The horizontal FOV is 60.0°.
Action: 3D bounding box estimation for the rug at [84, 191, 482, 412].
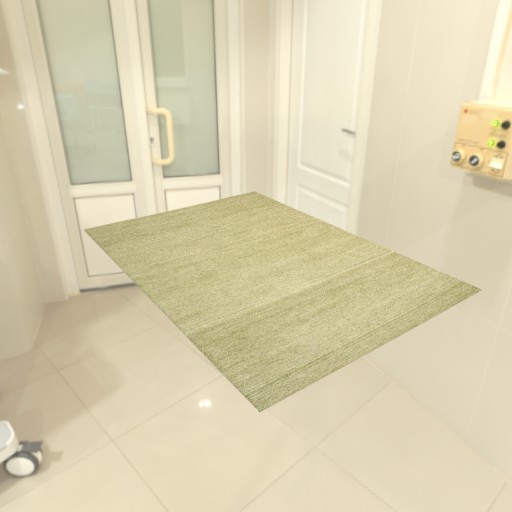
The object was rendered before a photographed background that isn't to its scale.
[{"bbox_3d":[0.000,0.000,2.979,1.606,0.017,2.270,-18,31,-32],"label":"rug"}]
